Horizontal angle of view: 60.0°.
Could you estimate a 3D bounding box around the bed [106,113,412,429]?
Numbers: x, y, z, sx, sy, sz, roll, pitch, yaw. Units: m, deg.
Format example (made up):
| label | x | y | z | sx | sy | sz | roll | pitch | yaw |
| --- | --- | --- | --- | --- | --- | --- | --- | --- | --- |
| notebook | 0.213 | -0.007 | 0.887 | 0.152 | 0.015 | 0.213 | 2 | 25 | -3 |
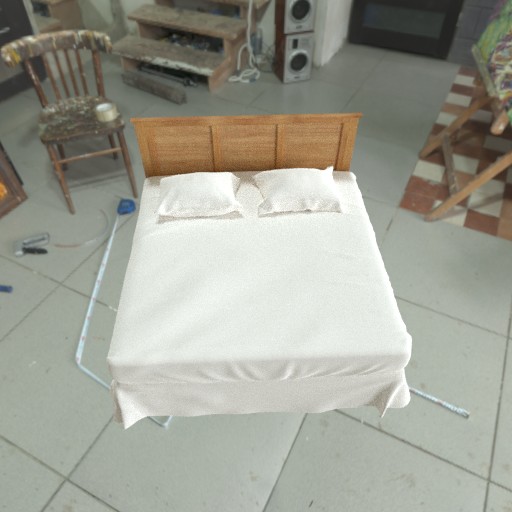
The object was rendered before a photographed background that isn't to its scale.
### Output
| label | x | y | z | sx | sy | sz | roll | pitch | yaw |
| --- | --- | --- | --- | --- | --- | --- | --- | --- | --- |
| bed | 0.000 | 0.000 | 3.548 | 2.317 | 1.270 | 2.215 | -2 | 46 | -2 |
